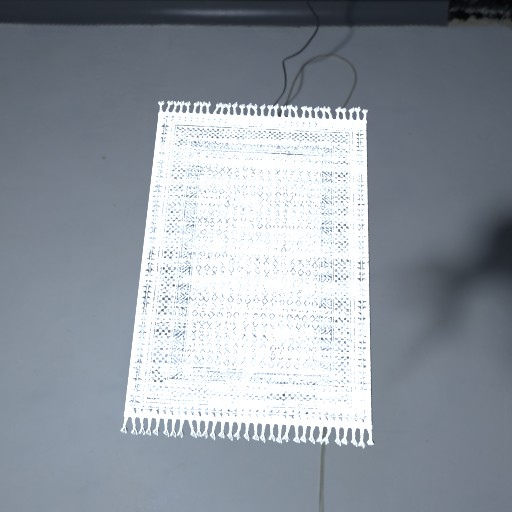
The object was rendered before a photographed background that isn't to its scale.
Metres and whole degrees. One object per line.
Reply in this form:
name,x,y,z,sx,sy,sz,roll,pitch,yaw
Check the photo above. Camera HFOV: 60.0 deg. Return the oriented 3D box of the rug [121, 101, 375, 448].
rug,0.000,0.000,2.387,1.243,0.013,1.872,3,75,1
